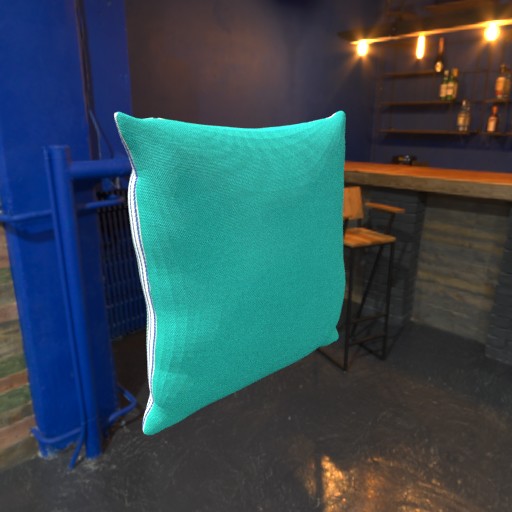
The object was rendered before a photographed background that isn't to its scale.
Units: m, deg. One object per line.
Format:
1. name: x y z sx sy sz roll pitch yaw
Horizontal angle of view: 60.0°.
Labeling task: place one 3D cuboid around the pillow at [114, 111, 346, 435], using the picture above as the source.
1. pillow: 0.000 0.000 0.699 0.440 0.441 0.182 -15 23 -41
